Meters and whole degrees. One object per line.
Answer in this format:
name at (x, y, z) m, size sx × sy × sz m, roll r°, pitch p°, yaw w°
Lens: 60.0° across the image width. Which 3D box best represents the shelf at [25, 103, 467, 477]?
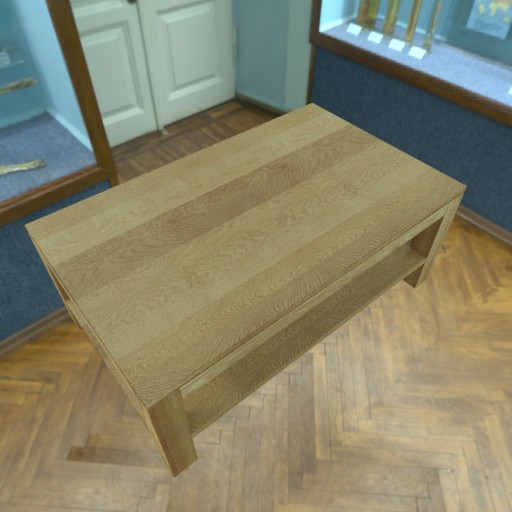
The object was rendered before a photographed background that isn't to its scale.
shelf at (0.000, 0.000, 1.501) m, size 1.150 × 0.450 × 0.700 m, roll -30°, pitch 53°, yaw -26°
